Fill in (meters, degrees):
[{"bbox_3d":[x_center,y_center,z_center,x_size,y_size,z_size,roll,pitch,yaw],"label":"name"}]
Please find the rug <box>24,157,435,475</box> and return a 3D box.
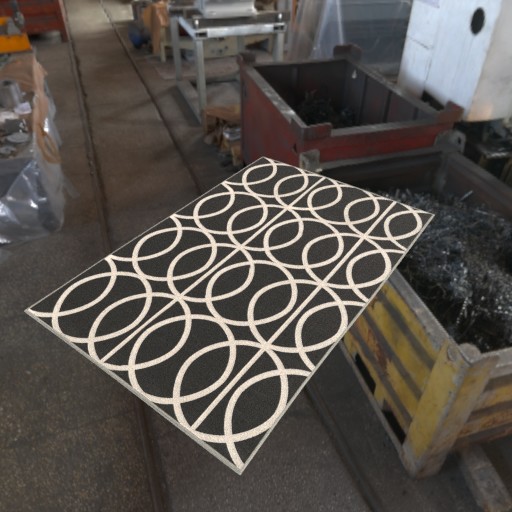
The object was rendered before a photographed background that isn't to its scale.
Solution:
[{"bbox_3d":[0.000,0.000,2.826,1.528,0.014,2.294,25,46,27],"label":"rug"}]
